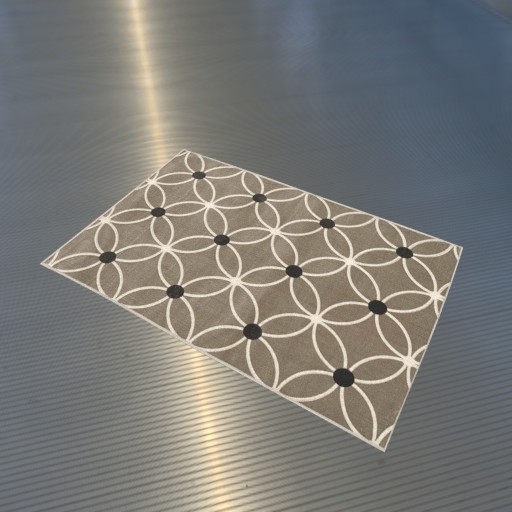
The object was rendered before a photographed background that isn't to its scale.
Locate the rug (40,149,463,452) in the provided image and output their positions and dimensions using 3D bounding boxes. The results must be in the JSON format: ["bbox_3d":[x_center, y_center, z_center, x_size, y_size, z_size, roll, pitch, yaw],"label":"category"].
[{"bbox_3d":[0.000,0.000,2.856,2.284,0.008,1.522,23,51,20],"label":"rug"}]
